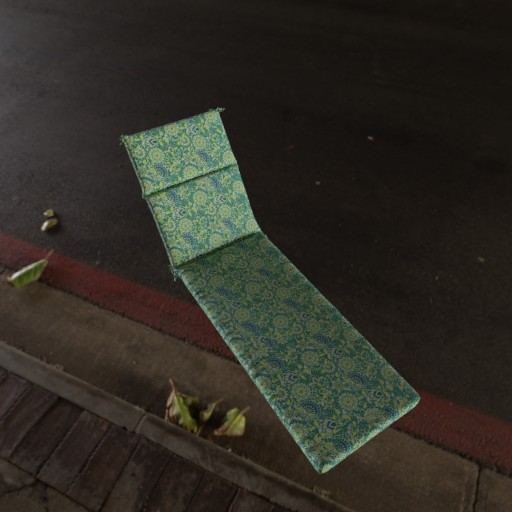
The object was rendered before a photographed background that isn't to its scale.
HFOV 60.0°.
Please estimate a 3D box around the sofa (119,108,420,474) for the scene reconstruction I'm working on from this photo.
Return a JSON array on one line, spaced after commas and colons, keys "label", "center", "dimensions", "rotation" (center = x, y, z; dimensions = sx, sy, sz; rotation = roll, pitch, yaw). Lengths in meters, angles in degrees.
[{"label": "sofa", "center": [0.000, 0.000, 1.988], "dimensions": [0.582, 0.622, 1.663], "rotation": [-25, 51, -22]}]
